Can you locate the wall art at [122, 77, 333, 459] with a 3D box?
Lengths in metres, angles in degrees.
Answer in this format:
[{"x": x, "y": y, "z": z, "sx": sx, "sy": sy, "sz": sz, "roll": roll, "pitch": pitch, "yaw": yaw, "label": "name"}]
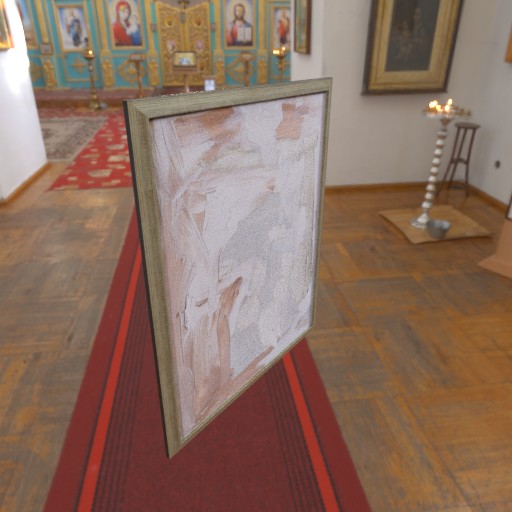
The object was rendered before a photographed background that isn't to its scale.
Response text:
[{"x": 0.000, "y": 0.000, "z": 0.918, "sx": 0.018, "sy": 0.660, "sz": 0.559, "roll": 18, "pitch": 31, "yaw": 33, "label": "wall art"}]
